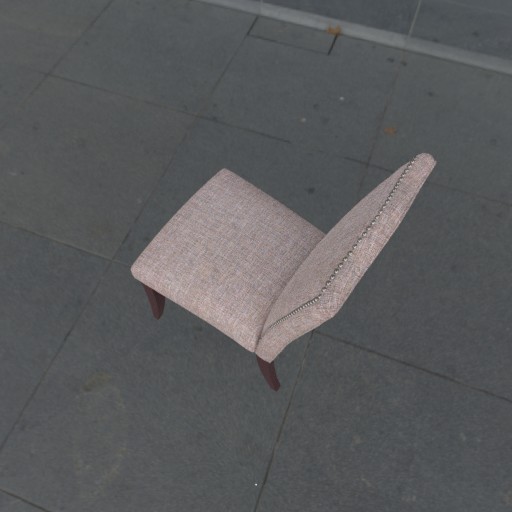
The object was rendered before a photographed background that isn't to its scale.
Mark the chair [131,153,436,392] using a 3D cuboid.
[{"bbox_3d":[0.000,0.000,1.365,0.660,1.016,0.513,32,67,15],"label":"chair"}]
